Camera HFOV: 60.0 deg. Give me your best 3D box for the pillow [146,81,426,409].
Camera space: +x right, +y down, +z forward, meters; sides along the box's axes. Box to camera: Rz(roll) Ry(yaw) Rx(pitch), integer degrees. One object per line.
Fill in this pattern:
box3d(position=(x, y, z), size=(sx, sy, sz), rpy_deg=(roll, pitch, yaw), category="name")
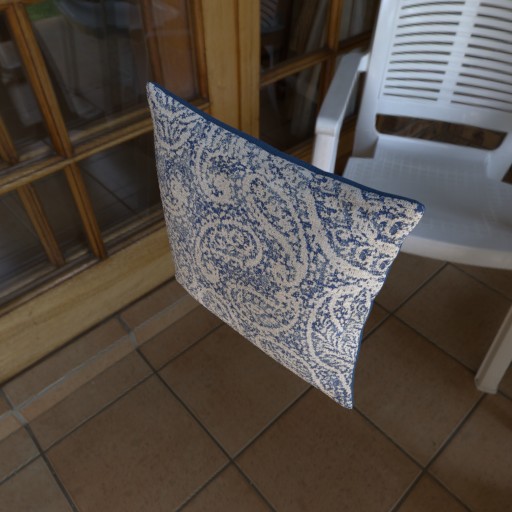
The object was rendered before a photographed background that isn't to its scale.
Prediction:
box3d(position=(0.000, 0.000, 0.820), size=(0.523, 0.510, 0.166), rpy_deg=(32, 54, 28), category="pillow")
